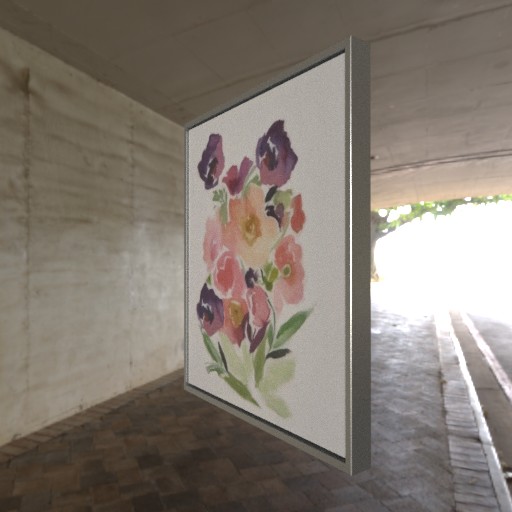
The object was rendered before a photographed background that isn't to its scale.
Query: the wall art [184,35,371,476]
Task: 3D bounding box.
[{"bbox_3d":[0.000,0.000,0.745,0.038,0.549,0.452,0,0,-36],"label":"wall art"}]
